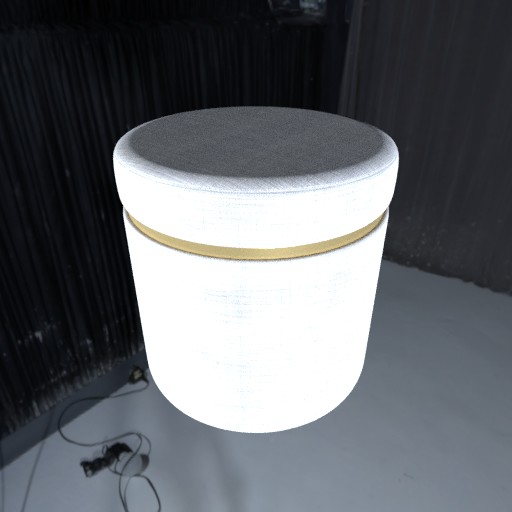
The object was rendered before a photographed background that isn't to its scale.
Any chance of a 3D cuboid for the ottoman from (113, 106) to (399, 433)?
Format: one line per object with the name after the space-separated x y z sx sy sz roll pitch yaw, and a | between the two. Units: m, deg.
0.000 0.000 0.735 0.400 0.406 0.400 0 31 0 | ottoman
